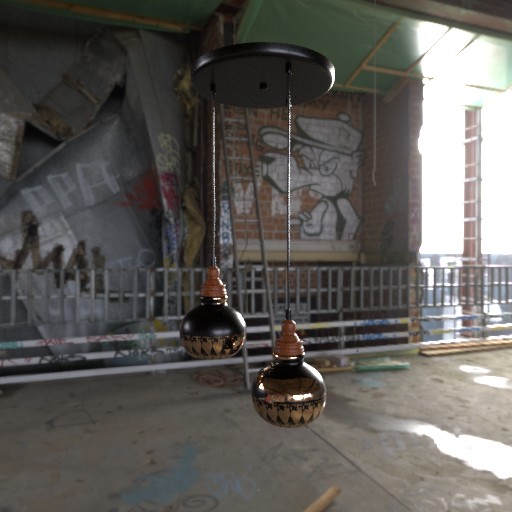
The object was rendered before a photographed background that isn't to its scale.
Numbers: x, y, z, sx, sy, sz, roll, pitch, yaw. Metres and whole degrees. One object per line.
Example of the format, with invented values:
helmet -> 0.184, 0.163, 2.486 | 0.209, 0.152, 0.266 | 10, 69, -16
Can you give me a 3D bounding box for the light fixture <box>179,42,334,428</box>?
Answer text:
light fixture -> 0.000, 0.000, 1.738 | 0.605, 1.410, 0.608 | 0, 0, 0
